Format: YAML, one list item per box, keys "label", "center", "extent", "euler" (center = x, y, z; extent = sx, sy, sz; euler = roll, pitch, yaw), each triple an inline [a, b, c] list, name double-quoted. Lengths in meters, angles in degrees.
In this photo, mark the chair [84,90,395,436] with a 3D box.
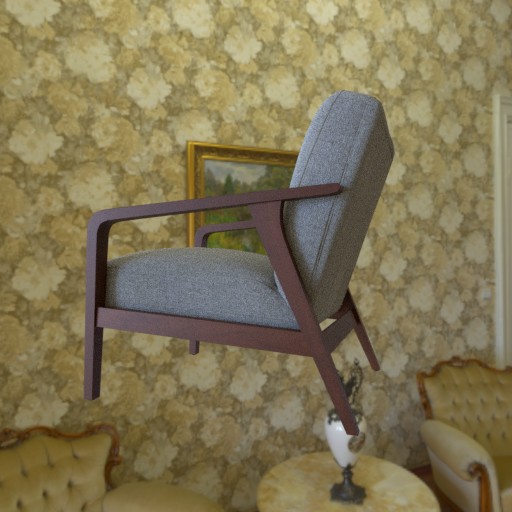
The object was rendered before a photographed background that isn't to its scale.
- label: "chair"
  center: [0.000, 0.000, 1.467]
  extent: [0.858, 0.847, 0.704]
  euler: [0, 0, 20]
